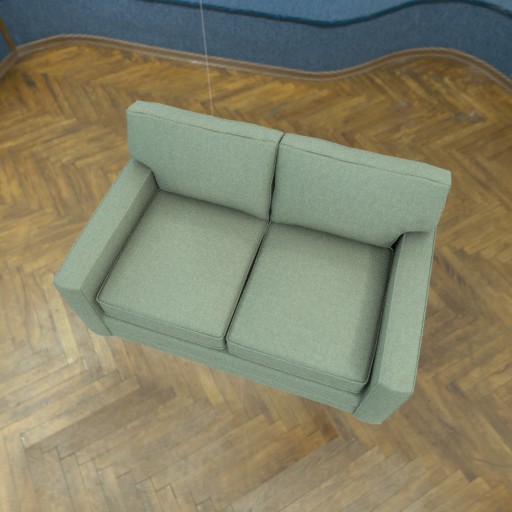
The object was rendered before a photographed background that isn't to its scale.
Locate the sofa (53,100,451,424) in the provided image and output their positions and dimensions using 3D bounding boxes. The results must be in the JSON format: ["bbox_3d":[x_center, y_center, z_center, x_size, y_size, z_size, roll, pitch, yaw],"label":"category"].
[{"bbox_3d":[0.000,0.000,2.029,1.484,0.853,0.940,15,59,9],"label":"sofa"}]
